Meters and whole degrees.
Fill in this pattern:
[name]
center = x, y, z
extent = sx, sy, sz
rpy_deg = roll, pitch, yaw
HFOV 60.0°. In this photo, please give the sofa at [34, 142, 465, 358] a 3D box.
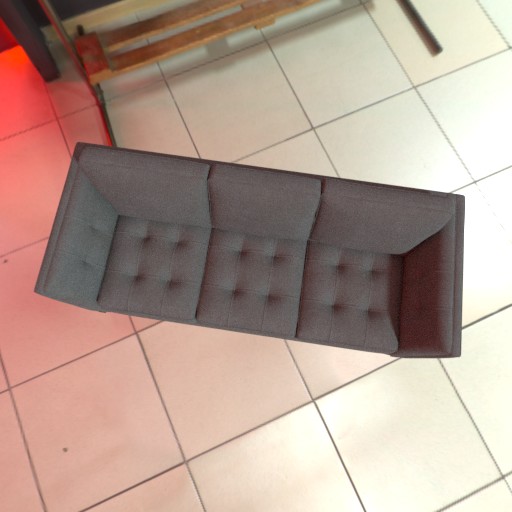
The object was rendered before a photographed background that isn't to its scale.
[sofa]
center = 0.000, 0.000, 2.856
extent = 2.387, 0.940, 0.965
rpy_deg = 8, 75, 2
